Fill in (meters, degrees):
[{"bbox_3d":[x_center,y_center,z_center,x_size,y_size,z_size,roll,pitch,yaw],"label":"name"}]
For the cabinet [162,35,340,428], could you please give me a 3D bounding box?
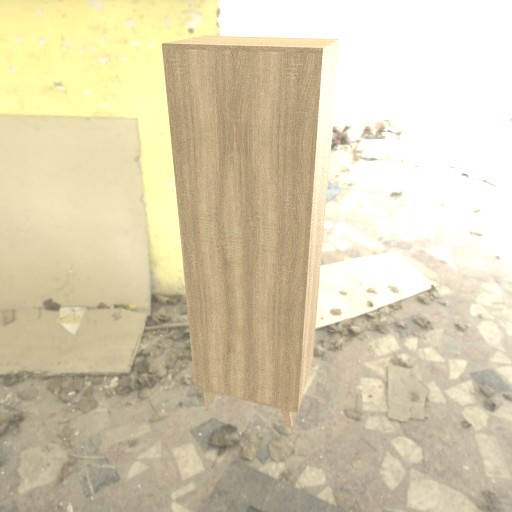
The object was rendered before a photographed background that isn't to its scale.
[{"bbox_3d":[0.000,0.000,2.111,0.570,1.850,0.400,9,31,15],"label":"cabinet"}]
